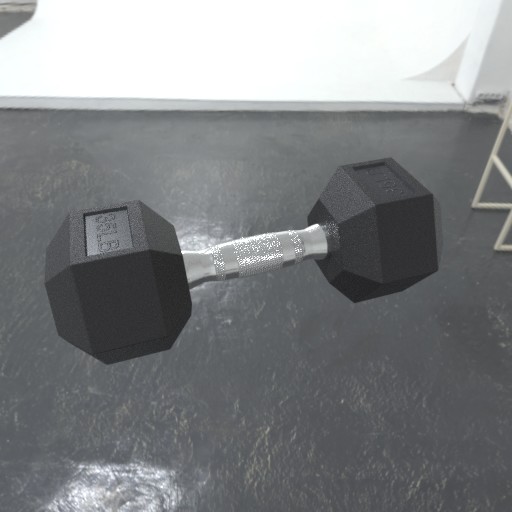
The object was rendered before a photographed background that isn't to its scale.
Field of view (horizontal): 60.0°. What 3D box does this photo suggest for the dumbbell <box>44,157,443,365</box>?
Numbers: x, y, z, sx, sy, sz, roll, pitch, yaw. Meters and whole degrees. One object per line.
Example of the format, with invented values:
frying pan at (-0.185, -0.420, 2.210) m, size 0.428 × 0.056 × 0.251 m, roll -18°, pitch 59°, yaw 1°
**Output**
dumbbell at (0.000, 0.000, 0.422) m, size 0.356 × 0.123 × 0.141 m, roll -12°, pitch 42°, yaw -13°
